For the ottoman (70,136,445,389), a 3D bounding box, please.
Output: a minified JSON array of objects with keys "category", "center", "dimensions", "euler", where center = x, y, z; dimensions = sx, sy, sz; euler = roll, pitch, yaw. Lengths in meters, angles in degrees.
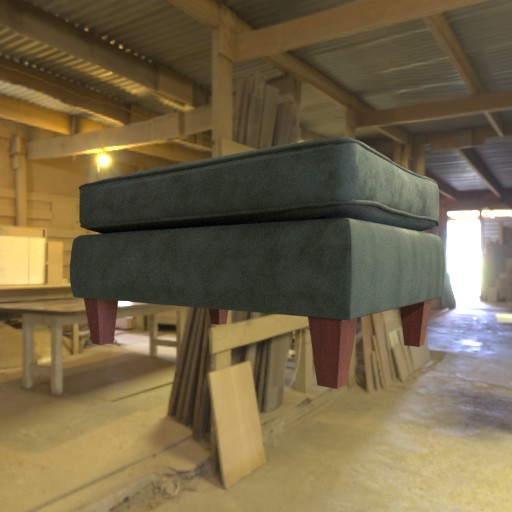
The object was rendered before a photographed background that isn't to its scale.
[{"category":"ottoman","center":[0.000,0.000,1.249],"dimensions":[0.864,0.495,0.632],"euler":[-1,-1,36]}]
